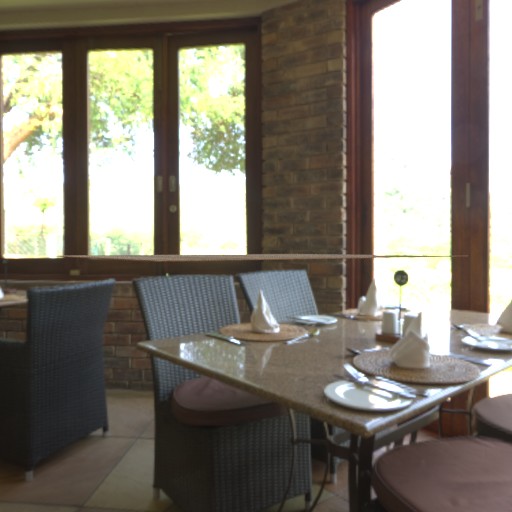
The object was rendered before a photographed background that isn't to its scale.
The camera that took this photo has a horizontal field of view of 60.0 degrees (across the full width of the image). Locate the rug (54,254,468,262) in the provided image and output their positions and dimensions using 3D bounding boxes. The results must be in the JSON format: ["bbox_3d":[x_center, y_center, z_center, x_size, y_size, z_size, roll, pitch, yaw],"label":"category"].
[{"bbox_3d":[0.000,0.000,4.149,3.045,0.011,2.436,-1,1,-36],"label":"rug"}]
